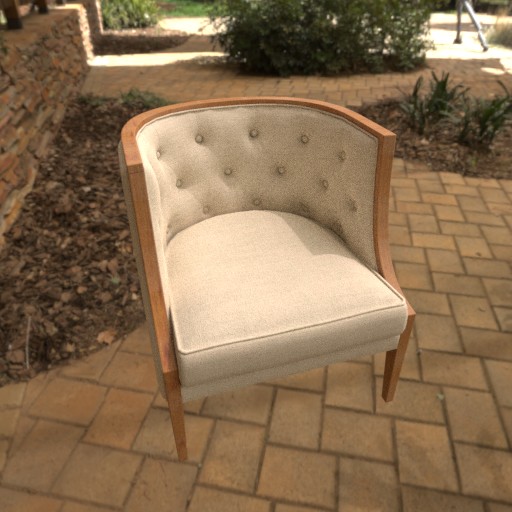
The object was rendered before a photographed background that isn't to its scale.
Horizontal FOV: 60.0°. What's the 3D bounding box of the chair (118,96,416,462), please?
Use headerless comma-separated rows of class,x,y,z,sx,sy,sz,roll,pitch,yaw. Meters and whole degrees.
chair,0.000,0.000,1.373,0.711,0.775,0.757,-10,35,-15
